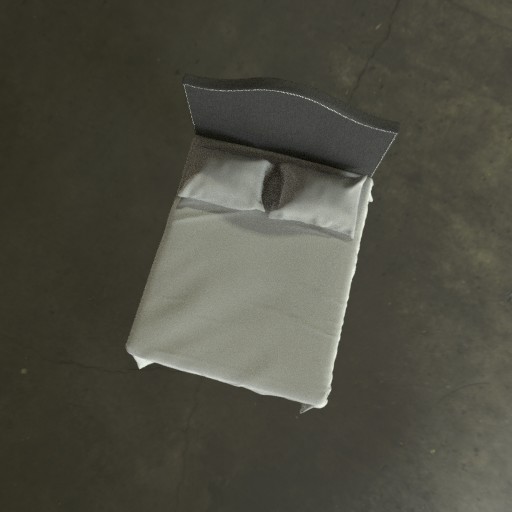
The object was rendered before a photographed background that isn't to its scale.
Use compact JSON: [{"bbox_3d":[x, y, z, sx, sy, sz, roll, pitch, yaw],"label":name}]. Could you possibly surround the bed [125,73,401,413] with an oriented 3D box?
[{"bbox_3d":[0.000,0.000,3.506,1.876,1.645,2.221,14,76,4],"label":"bed"}]
